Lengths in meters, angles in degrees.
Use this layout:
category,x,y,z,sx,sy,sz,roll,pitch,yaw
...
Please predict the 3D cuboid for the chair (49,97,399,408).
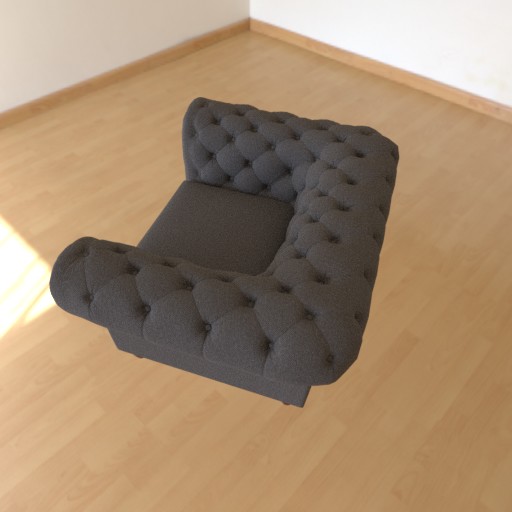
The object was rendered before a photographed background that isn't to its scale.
category,x,y,z,sx,sy,sz,roll,pitch,yaw
chair,0.000,0.000,1.892,0.976,0.770,1.270,14,49,12
